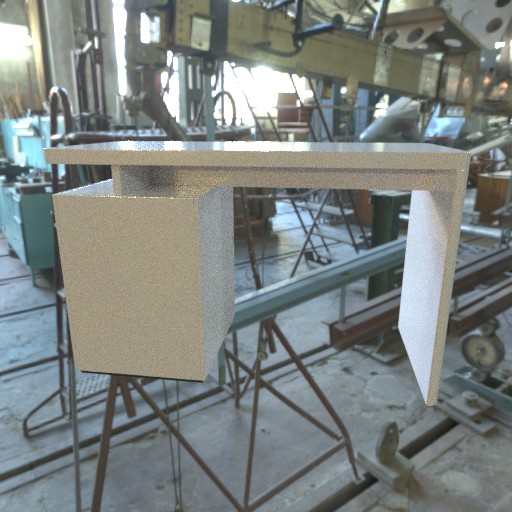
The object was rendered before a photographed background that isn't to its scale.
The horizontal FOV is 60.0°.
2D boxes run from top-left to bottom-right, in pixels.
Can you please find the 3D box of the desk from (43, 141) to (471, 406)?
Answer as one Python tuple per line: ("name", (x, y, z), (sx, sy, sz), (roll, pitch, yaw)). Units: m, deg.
("desk", (0.000, 0.000, 1.570), (1.200, 0.760, 0.550), (2, 17, 8))
